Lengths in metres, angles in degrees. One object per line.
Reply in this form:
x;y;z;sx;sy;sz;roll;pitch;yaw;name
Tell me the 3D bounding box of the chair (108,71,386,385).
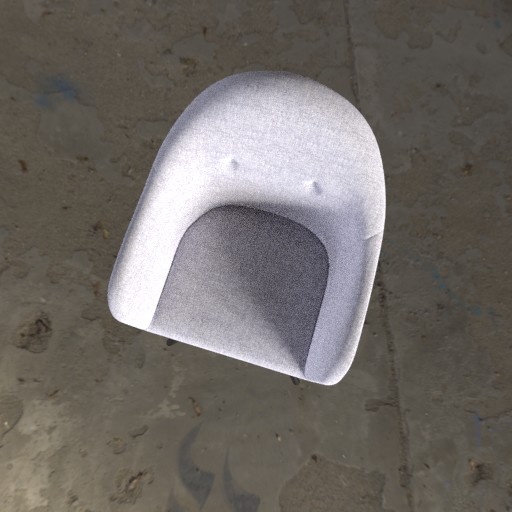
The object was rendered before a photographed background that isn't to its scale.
0.000;0.000;1.162;0.540;0.780;0.570;16;76;4;chair
